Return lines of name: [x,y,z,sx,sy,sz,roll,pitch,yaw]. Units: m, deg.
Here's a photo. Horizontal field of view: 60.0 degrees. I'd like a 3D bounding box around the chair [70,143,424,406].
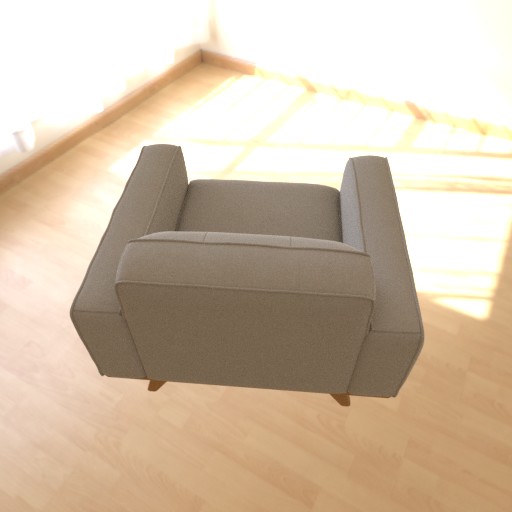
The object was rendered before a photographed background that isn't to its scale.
chair: [0.000,0.000,1.756,1.115,0.779,0.953,3,47,3]
